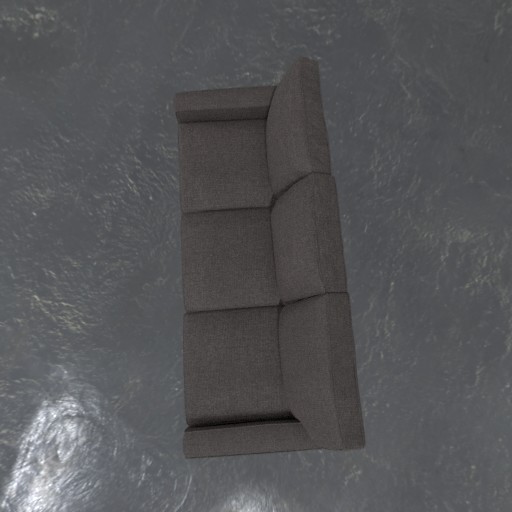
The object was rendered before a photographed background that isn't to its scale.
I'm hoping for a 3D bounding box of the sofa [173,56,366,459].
[{"bbox_3d":[0.000,0.000,2.886,1.004,0.978,2.369,-4,76,-1],"label":"sofa"}]
